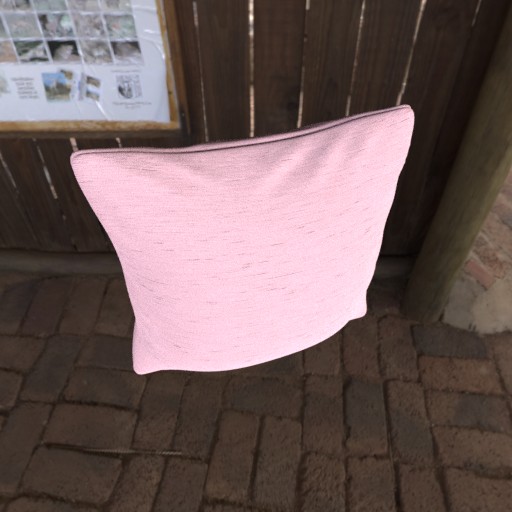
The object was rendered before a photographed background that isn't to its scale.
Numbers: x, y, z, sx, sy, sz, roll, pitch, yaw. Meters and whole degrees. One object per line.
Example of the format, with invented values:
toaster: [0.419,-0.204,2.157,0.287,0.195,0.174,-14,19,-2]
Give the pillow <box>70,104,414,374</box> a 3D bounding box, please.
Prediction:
pillow: [0.000,0.000,0.664,0.432,0.415,0.246,-12,44,-13]
